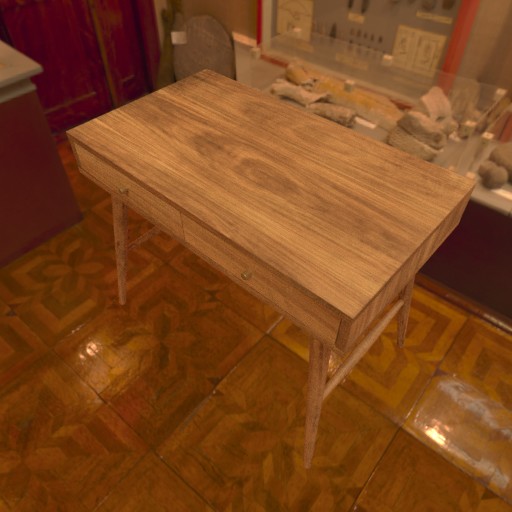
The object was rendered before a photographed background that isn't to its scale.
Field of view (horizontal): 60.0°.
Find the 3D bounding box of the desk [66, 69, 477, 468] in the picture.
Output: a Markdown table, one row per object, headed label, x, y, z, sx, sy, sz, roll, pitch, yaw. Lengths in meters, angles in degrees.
| label | x | y | z | sx | sy | sz | roll | pitch | yaw |
| --- | --- | --- | --- | --- | --- | --- | --- | --- | --- |
| desk | 0.000 | 0.000 | 1.430 | 0.949 | 0.758 | 0.588 | 33 | 55 | 27 |
